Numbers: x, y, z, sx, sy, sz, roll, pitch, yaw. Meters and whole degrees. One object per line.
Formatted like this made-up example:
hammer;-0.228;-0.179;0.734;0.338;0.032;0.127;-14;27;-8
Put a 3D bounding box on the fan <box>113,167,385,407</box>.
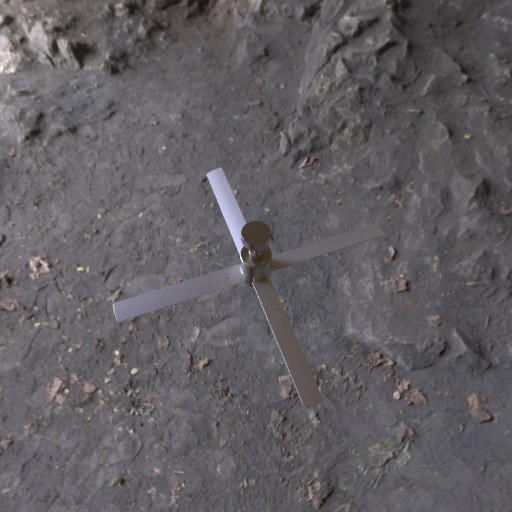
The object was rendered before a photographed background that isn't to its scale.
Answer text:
fan;0.000;0.000;1.974;1.322;0.355;1.322;-17;59;-11
